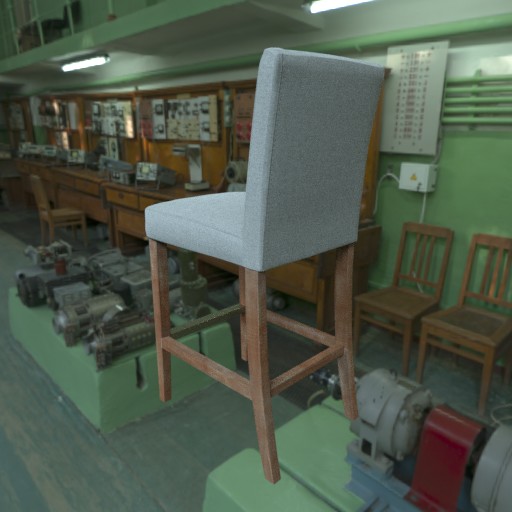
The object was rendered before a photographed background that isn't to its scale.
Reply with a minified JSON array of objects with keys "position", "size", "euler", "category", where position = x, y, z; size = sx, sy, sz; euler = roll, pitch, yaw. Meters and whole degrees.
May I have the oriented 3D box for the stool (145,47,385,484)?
[{"position":[0.000,0.000,1.360],"size":[0.439,1.088,0.570],"euler":[-16,23,-42],"category":"stool"}]
